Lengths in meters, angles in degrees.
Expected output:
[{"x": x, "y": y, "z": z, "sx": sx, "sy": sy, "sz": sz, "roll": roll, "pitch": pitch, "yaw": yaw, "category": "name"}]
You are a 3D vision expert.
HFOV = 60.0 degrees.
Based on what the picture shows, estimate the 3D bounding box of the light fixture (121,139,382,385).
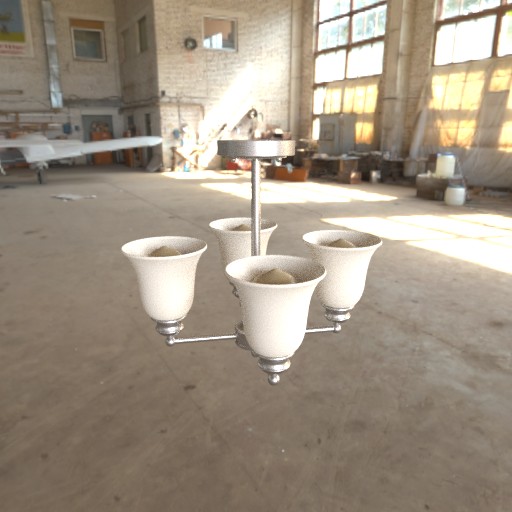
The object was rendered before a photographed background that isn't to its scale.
[{"x": 0.000, "y": 0.000, "z": 0.732, "sx": 0.427, "sy": 0.370, "sz": 0.427, "roll": -3, "pitch": 16, "yaw": -10, "category": "light fixture"}]
